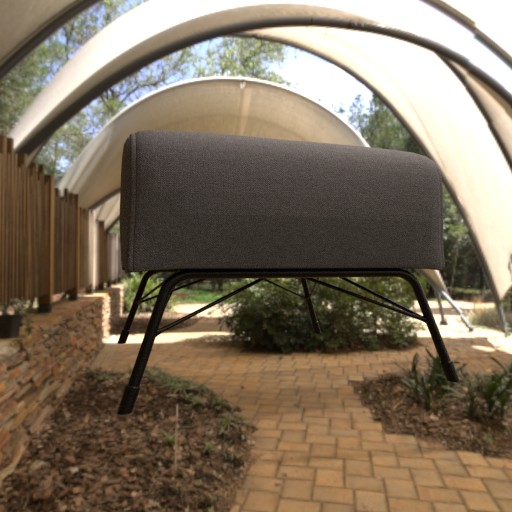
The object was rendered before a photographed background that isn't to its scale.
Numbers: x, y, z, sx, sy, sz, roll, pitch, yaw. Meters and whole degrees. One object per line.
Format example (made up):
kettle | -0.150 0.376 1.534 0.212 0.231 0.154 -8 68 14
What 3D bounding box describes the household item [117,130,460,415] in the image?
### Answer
household item | 0.000 0.000 0.889 0.530 0.410 0.530 0 -1 -17
